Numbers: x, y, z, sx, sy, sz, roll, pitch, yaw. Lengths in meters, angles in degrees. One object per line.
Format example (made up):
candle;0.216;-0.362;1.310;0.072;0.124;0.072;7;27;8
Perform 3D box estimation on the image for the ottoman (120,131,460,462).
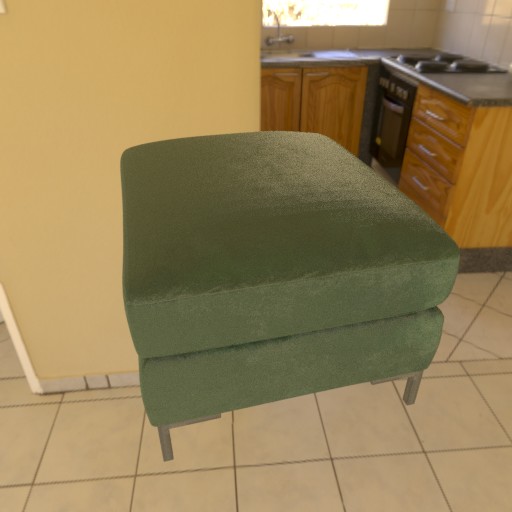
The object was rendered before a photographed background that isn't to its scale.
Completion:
ottoman;0.000;0.000;1.282;0.701;0.538;0.839;-8;33;-12
